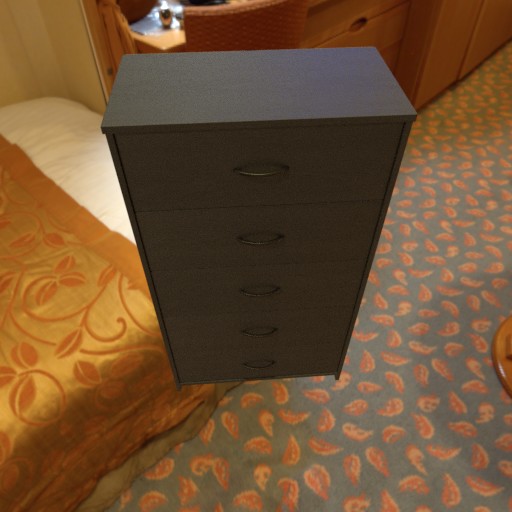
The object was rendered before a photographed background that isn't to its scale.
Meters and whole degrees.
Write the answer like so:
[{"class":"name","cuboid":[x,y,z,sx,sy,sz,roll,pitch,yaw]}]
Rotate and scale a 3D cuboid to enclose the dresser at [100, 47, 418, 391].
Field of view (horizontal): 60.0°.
[{"class":"dresser","cuboid":[0.000,0.000,1.557,0.704,1.255,0.399,-3,47,-3]}]
